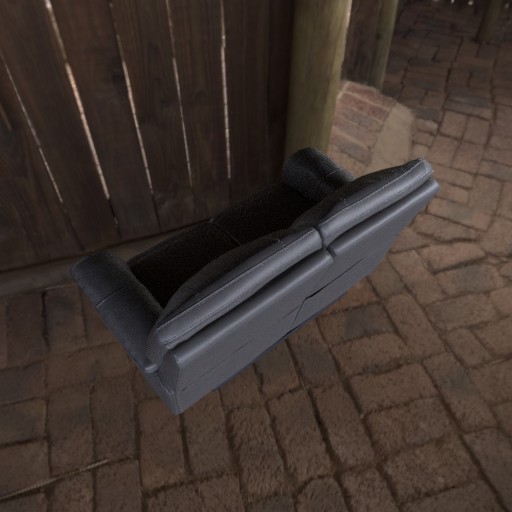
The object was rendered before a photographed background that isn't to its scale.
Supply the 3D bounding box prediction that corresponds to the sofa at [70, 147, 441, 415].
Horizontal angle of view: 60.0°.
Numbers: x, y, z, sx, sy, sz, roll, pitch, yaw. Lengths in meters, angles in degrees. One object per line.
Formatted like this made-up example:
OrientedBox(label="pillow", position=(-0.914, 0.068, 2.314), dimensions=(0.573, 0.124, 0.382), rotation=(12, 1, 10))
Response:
OrientedBox(label="sofa", position=(0.000, 0.000, 2.515), dimensions=(1.765, 1.111, 1.104), rotation=(-31, 54, -26))
